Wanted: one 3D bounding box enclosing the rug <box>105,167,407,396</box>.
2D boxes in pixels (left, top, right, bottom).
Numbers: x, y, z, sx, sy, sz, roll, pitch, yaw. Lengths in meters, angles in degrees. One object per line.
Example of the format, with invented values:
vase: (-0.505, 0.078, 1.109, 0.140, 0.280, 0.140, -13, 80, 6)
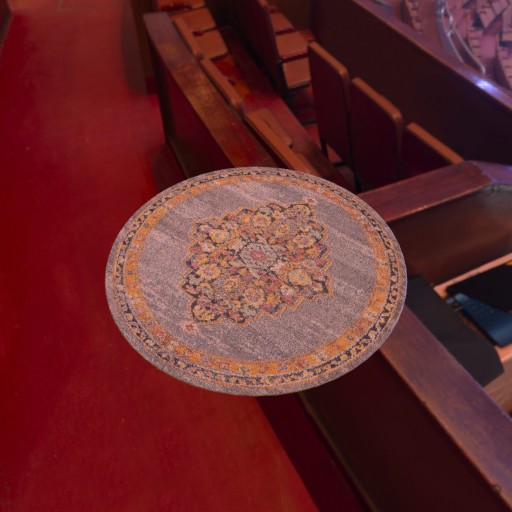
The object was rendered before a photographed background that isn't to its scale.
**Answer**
rug: (0.000, 0.000, 3.587, 2.382, 0.014, 2.382, 0, 48, 0)
